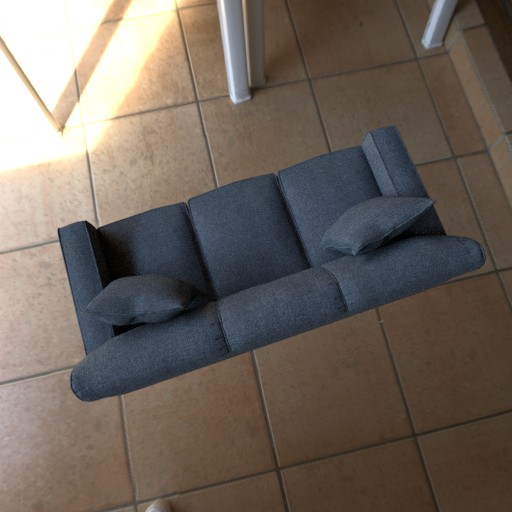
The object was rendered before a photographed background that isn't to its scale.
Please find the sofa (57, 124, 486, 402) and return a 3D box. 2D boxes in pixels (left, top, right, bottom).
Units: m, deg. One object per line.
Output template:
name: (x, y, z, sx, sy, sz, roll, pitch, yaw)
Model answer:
sofa: (0.000, 0.000, 2.541, 2.024, 0.958, 0.997, -18, 76, -5)
